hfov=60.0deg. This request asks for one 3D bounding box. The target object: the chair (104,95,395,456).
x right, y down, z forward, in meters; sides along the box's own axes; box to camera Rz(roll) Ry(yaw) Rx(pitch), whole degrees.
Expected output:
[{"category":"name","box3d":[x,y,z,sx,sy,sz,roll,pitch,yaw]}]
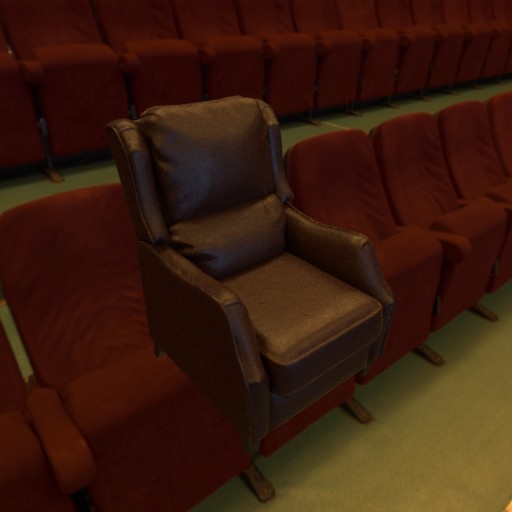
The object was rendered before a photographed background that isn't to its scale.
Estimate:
[{"category":"chair","box3d":[0.000,0.000,1.815,0.770,1.132,0.982,-22,36,-33]}]
